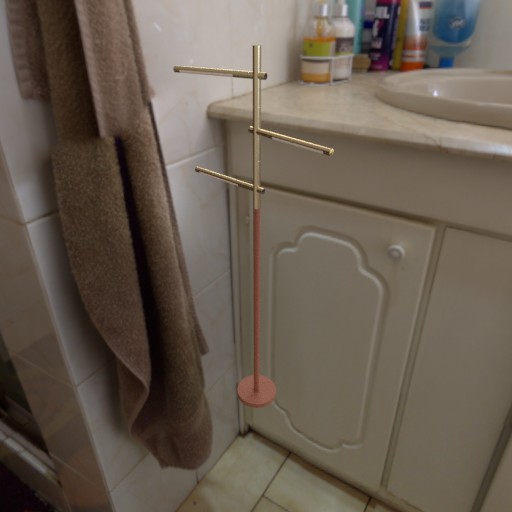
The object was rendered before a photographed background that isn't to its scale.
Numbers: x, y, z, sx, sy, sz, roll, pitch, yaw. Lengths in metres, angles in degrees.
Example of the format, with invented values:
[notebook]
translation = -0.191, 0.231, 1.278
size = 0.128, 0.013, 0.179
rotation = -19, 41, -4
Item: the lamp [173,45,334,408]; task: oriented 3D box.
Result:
[lamp]
translation = 0.000, 0.000, 1.979
size = 0.737, 1.704, 0.209
rotation = 19, 35, 30
